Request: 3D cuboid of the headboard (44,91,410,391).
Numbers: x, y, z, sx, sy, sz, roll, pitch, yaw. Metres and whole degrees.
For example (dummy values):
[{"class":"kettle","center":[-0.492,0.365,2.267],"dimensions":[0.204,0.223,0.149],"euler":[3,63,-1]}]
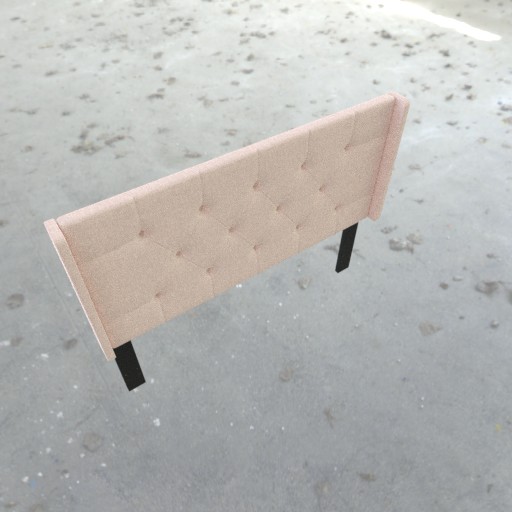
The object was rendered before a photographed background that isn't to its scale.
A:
[{"class":"headboard","center":[0.000,0.000,2.738],"dimensions":[2.051,1.524,0.184],"euler":[-26,52,-23]}]
